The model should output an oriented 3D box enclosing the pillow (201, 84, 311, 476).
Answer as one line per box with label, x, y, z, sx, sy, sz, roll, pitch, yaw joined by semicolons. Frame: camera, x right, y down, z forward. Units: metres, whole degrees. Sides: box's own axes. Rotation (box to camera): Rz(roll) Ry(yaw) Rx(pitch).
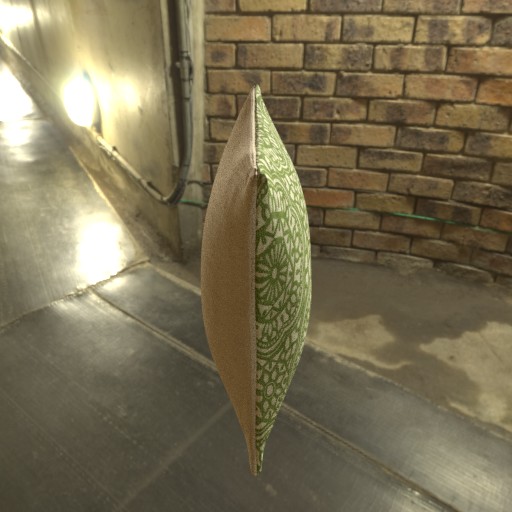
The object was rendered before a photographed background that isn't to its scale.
pillow;0.000;0.000;0.666;0.162;0.419;0.440;0;31;0
